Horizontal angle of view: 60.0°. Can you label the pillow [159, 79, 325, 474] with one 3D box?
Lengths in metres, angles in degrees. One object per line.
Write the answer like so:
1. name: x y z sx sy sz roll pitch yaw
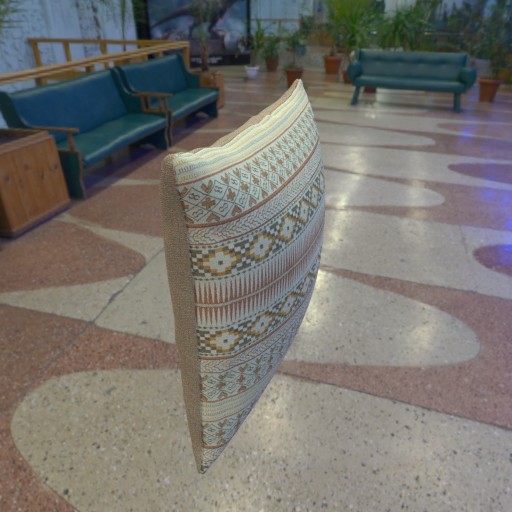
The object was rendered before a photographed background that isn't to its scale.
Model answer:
1. pillow: 0.000 0.000 0.780 0.215 0.519 0.521 10 31 17
